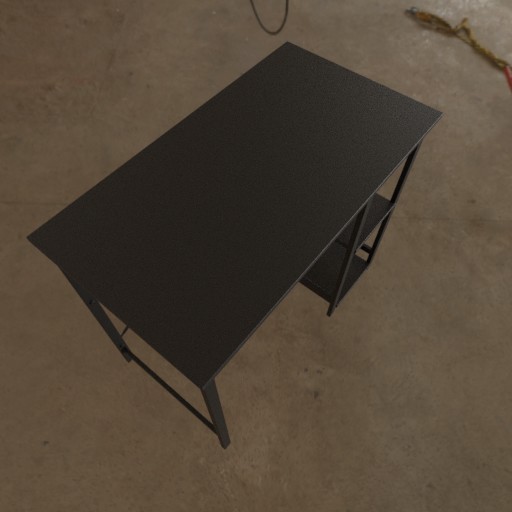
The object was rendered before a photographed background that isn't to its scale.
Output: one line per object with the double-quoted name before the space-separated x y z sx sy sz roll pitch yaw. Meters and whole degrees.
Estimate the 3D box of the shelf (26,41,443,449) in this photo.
"shelf" 0.000 0.000 1.338 0.498 0.749 0.902 34 64 20
